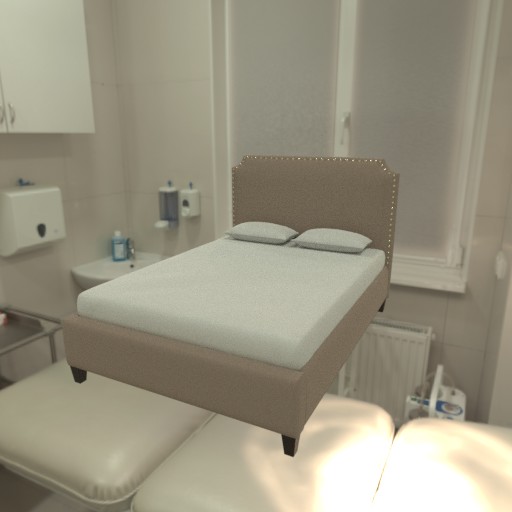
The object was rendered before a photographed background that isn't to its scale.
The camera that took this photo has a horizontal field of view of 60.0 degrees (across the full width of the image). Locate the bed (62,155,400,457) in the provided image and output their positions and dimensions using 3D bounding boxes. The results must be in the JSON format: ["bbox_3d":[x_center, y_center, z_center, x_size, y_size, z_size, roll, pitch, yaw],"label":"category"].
[{"bbox_3d":[0.000,0.000,3.493,1.713,1.443,2.372,8,17,26],"label":"bed"}]
